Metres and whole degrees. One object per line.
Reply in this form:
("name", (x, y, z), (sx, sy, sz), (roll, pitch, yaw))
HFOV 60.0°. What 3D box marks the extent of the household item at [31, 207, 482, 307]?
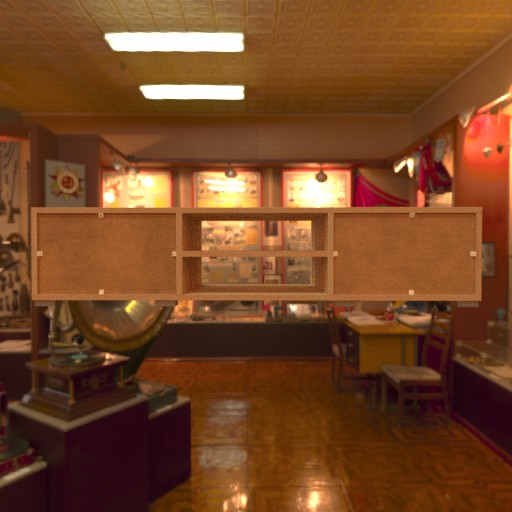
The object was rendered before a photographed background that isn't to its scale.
("household item", (0.000, 0.000, 1.588), (1.400, 0.310, 0.420), (0, 1, 1))
